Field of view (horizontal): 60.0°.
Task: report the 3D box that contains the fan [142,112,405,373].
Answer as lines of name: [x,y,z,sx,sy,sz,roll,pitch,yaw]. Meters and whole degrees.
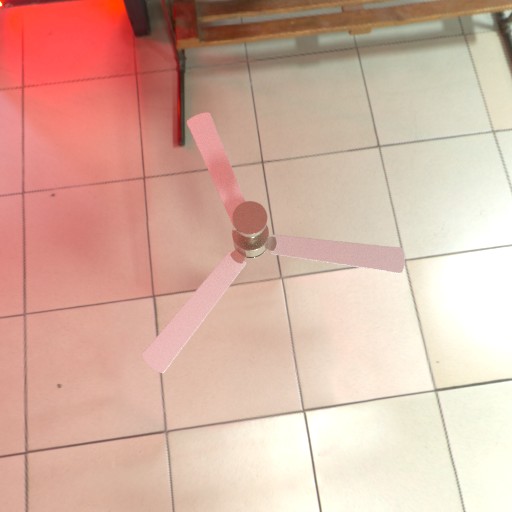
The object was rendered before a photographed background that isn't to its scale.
fan: [0.000,0.000,2.363,1.561,0.446,1.531,24,77,6]
